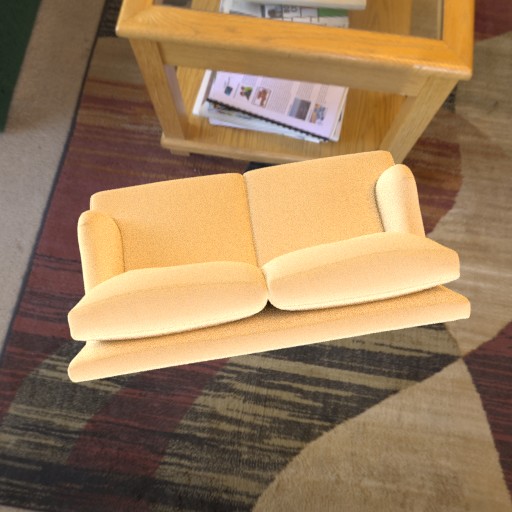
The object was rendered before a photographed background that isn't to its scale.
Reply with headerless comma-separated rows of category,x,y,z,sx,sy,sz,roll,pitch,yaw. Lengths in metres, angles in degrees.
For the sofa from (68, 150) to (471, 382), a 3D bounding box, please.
sofa,0.000,0.000,2.483,1.853,1.101,1.084,-9,76,-2
